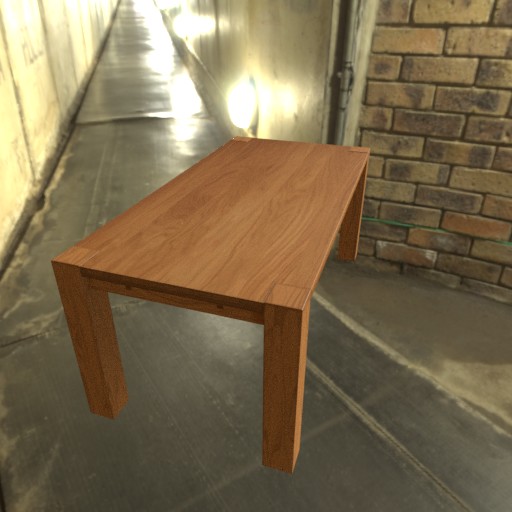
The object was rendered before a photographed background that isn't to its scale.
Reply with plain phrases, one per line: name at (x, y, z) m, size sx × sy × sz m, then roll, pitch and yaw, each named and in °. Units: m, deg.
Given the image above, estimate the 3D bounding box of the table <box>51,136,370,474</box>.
table at (0.000, 0.000, 2.347) m, size 0.900 × 0.760 × 1.800 m, roll 9°, pitch 31°, yaw 16°
